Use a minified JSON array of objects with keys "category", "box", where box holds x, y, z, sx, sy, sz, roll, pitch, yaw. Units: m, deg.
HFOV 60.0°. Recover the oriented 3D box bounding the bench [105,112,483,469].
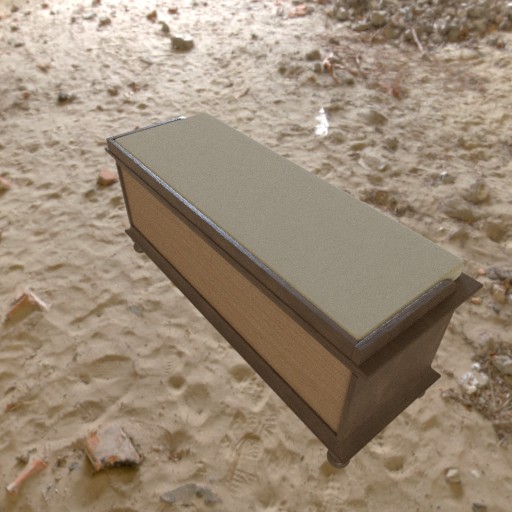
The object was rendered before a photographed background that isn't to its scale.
[{"category":"bench","box":[0.000,0.000,1.411,0.402,0.501,1.185,-27,48,-28]}]
